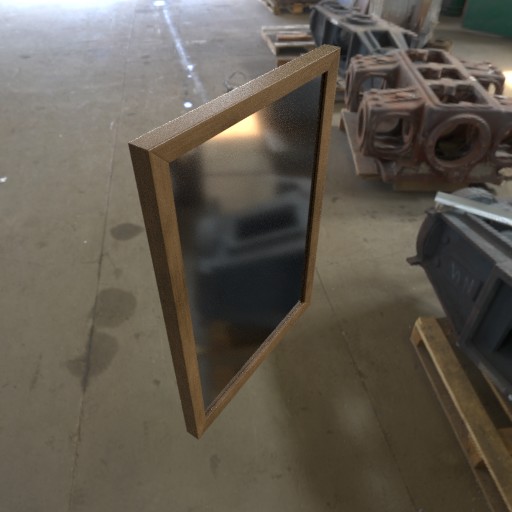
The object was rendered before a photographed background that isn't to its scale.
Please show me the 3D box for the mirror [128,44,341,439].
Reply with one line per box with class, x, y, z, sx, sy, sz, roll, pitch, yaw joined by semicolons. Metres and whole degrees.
mirror;0.000;0.000;0.926;0.040;0.710;0.507;25;46;26
